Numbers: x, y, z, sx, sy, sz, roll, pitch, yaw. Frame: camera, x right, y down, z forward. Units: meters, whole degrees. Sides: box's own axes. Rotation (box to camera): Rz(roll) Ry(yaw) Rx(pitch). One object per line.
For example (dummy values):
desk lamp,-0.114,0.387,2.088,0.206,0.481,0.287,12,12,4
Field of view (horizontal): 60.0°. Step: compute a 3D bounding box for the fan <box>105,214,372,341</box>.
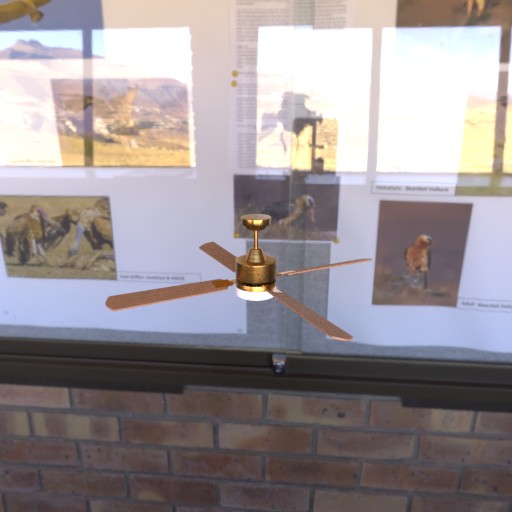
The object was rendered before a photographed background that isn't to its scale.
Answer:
fan,0.000,0.000,1.989,1.320,0.355,1.320,-8,19,-26
